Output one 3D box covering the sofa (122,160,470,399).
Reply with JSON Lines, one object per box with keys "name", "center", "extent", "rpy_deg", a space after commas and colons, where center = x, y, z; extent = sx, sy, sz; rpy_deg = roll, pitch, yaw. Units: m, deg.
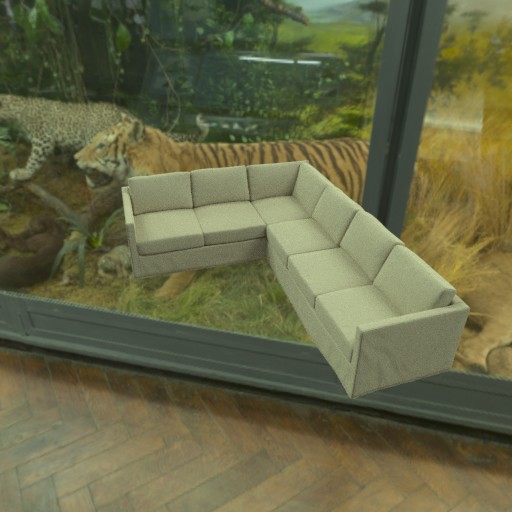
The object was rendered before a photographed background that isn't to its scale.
{"name": "sofa", "center": [0.000, 0.000, 4.452], "extent": [2.432, 0.871, 3.182], "rpy_deg": [-9, 33, -14]}
